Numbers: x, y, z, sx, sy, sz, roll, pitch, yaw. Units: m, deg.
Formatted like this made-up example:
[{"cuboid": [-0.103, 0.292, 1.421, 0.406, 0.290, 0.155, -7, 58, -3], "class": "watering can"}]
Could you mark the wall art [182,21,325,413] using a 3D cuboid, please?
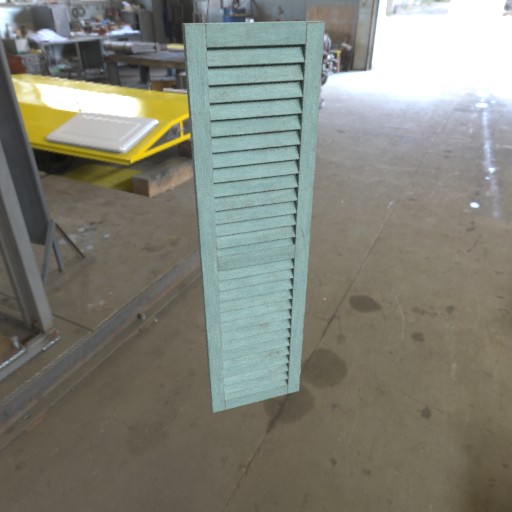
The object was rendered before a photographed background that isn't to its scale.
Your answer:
[{"cuboid": [0.000, 0.000, 1.305, 0.329, 1.219, 0.025, -9, 32, -15], "class": "wall art"}]
